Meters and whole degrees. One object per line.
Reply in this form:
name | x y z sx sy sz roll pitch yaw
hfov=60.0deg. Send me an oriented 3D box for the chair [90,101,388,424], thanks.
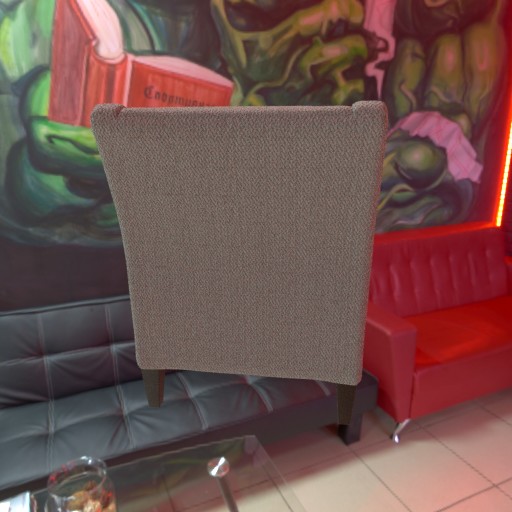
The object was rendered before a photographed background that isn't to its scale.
chair | 0.000 0.000 1.617 0.774 1.014 0.870 2 16 8
